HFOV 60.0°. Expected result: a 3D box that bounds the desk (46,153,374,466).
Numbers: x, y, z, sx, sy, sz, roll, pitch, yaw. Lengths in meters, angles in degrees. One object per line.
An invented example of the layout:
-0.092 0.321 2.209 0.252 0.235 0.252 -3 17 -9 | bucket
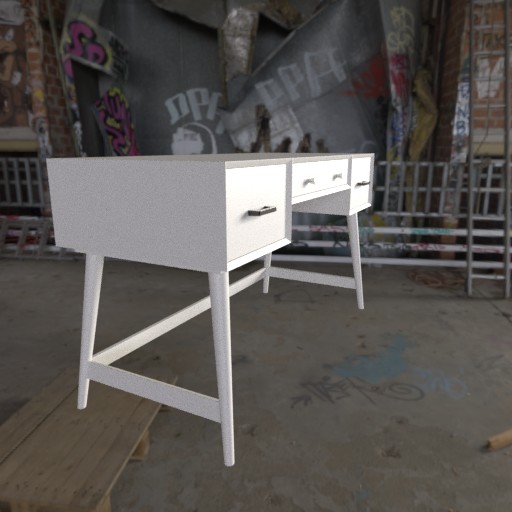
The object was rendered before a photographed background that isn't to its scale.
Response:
0.000 0.000 1.720 0.589 0.762 1.313 7 16 27 | desk
